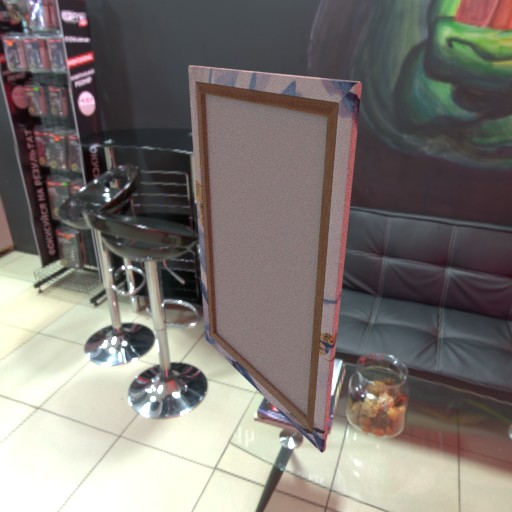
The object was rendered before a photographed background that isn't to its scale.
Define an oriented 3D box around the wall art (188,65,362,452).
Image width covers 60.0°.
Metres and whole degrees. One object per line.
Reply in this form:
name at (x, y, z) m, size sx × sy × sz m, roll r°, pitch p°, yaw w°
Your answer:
wall art at (0.000, 0.000, 1.189) m, size 0.016 × 0.914 × 0.610 m, roll -18°, pitch 31°, yaw -32°
